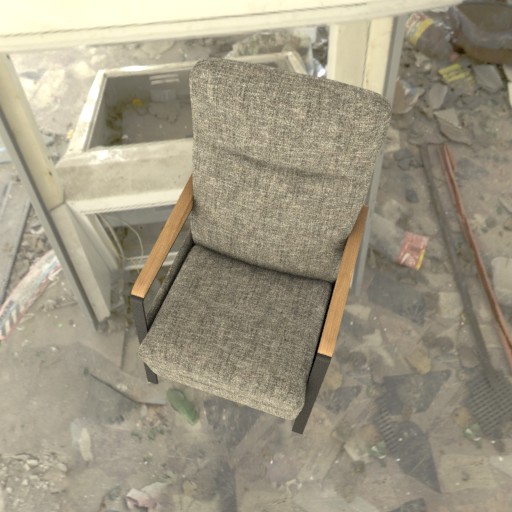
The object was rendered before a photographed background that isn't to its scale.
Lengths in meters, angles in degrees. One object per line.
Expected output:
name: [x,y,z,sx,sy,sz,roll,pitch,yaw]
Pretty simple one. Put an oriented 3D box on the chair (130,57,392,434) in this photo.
chair: [0.000,0.000,1.564,0.671,1.042,0.868,16,61,9]
